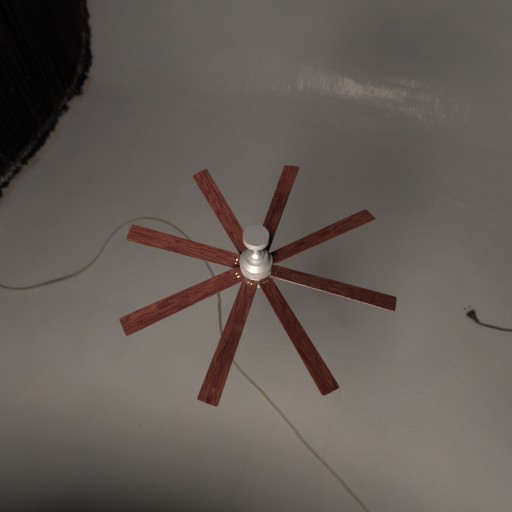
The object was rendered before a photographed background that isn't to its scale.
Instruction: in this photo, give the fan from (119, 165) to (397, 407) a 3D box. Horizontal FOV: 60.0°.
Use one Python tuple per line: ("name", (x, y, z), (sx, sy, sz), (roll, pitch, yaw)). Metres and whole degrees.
("fan", (0.000, 0.000, 2.791), (1.830, 0.472, 1.830), (15, 60, 9))
